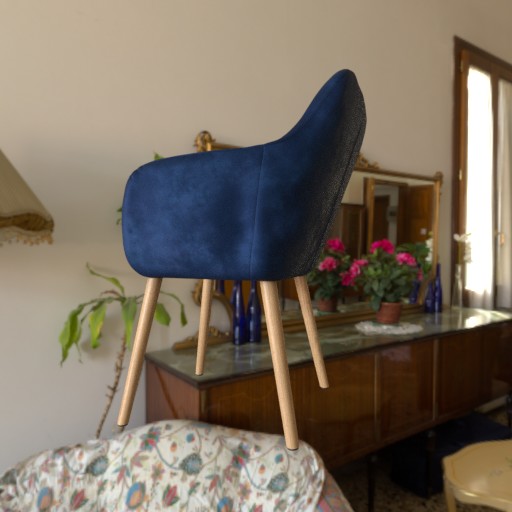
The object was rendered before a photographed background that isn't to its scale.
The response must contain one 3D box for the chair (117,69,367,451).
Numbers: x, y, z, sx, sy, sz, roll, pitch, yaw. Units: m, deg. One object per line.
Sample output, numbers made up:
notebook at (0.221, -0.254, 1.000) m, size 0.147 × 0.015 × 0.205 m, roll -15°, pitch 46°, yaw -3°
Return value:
chair at (0.000, 0.000, 1.208) m, size 0.573 × 0.826 × 0.578 m, roll 0°, pitch 2°, yaw 18°
